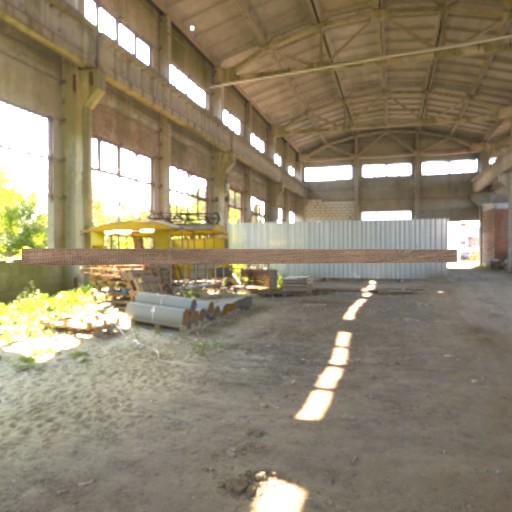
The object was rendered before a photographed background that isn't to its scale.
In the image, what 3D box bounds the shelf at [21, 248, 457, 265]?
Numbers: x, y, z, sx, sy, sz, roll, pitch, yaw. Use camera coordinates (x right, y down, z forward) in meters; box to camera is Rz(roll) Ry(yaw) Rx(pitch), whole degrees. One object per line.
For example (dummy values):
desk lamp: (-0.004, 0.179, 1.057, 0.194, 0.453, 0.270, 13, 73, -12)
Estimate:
shelf: (0.000, 0.000, 0.668, 0.610, 0.020, 0.140, 0, 0, -16)
